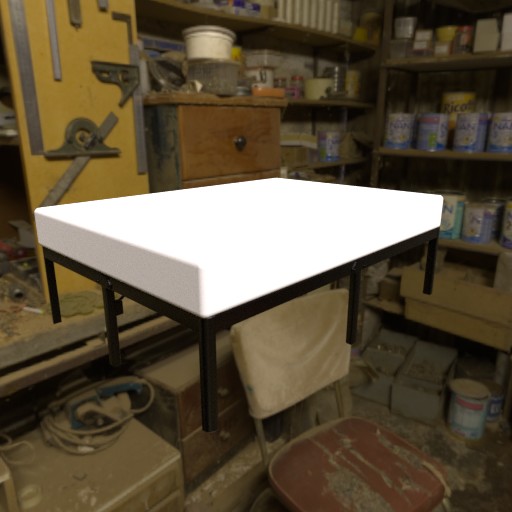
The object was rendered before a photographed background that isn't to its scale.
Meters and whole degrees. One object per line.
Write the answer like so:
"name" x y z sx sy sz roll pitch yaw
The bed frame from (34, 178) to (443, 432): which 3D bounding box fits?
"bed frame" 0.000 0.000 2.649 1.408 0.659 1.956 15 22 42
